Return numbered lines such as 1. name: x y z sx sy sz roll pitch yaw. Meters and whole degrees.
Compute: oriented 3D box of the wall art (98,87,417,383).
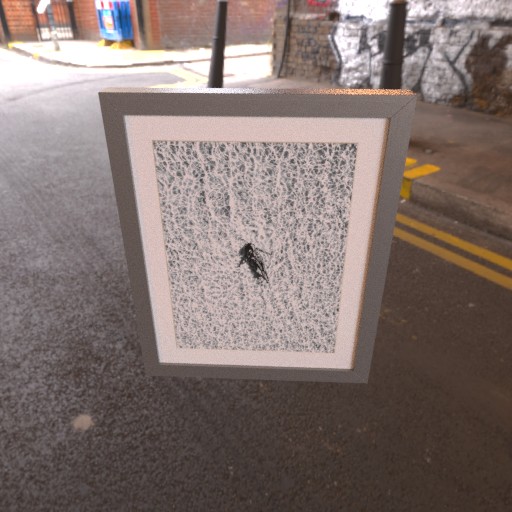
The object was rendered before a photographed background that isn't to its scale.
1. wall art: 0.000 0.000 0.535 0.308 0.379 0.030 1 30 2
